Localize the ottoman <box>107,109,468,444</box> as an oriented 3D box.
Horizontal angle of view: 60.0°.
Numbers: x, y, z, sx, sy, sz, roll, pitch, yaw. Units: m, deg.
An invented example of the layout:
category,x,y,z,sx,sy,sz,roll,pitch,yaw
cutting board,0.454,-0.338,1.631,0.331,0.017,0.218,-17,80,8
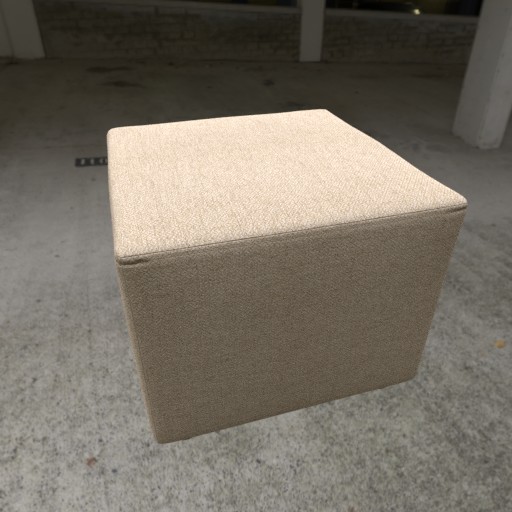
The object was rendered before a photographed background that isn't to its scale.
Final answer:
category,x,y,z,sx,sy,sz,roll,pitch,yaw
ottoman,0.000,0.000,0.877,0.508,0.432,0.508,-10,35,-14
